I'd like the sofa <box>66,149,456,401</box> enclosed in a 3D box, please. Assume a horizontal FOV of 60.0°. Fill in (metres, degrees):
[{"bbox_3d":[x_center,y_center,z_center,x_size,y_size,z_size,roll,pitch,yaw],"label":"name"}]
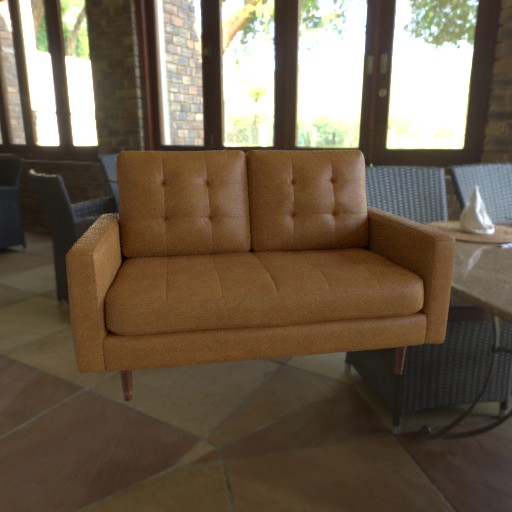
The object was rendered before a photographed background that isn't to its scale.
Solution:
[{"bbox_3d":[0.000,0.000,1.961,1.430,0.898,0.868,-3,15,-10],"label":"sofa"}]
